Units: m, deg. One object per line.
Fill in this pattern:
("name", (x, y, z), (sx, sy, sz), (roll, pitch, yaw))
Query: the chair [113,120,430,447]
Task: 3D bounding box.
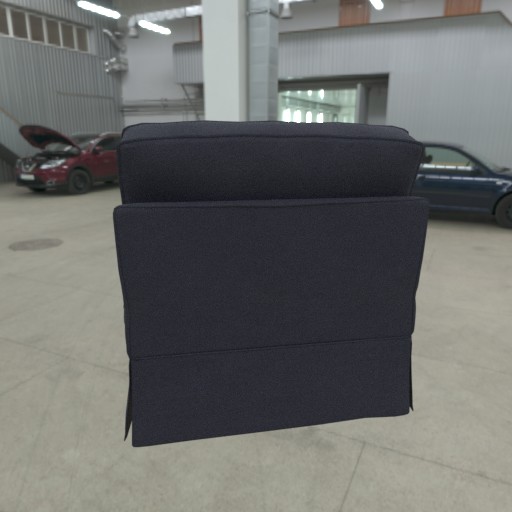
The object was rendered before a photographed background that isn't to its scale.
("chair", (0.000, 0.000, 1.977), (1.119, 1.140, 1.002), (-3, 16, -9))
